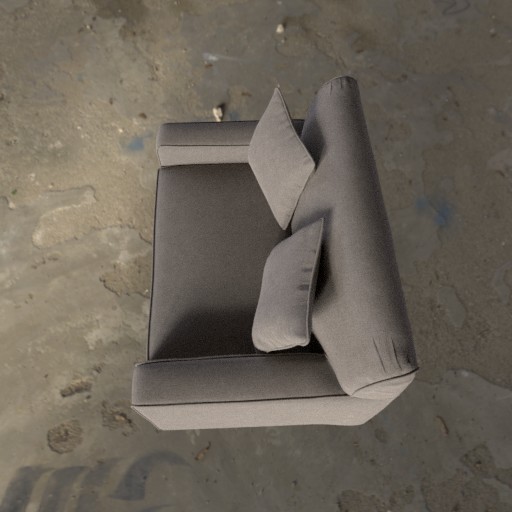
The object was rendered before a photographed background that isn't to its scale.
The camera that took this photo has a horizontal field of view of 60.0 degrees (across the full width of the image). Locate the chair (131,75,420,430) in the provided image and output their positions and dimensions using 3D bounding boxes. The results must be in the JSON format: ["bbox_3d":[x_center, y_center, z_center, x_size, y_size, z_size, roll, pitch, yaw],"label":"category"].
[{"bbox_3d":[0.000,0.000,2.026,0.992,0.953,1.395,-2,60,-1],"label":"chair"}]
